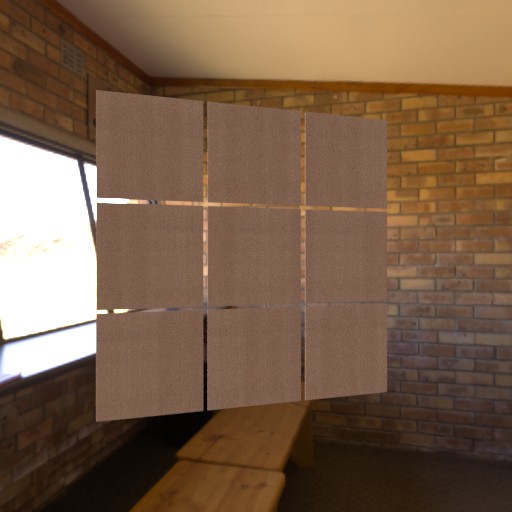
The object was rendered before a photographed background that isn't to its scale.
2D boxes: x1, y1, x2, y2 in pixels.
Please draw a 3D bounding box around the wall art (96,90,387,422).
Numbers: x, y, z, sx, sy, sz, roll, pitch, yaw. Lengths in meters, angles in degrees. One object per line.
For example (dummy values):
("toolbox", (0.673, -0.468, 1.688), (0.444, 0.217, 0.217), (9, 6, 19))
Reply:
("wall art", (0.000, 0.000, 2.233), (1.517, 1.505, 0.002), (0, 0, -17))
